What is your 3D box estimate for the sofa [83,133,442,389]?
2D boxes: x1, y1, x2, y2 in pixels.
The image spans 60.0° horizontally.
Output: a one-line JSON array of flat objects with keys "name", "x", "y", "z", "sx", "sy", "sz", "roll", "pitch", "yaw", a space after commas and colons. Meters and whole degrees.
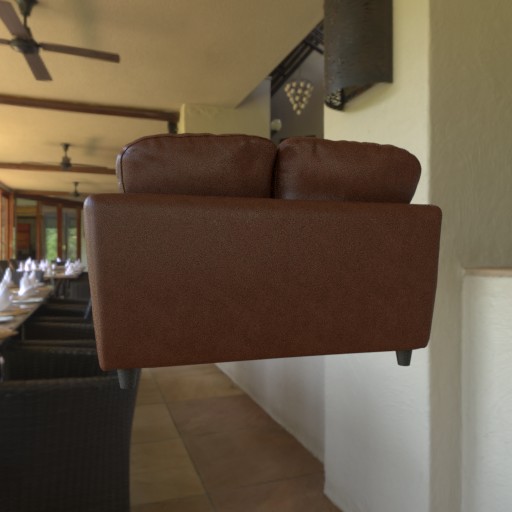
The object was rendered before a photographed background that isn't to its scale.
[{"name": "sofa", "x": 0.000, "y": 0.000, "z": 1.958, "sx": 1.406, "sy": 0.906, "sz": 0.805, "roll": 0, "pitch": 0, "yaw": -16}]
